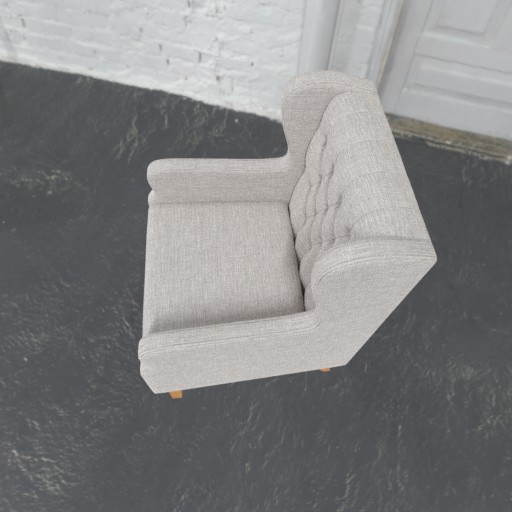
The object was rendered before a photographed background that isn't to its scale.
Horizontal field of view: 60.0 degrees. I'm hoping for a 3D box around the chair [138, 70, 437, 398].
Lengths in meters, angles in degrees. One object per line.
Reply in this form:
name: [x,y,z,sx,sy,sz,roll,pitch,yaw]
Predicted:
chair: [0.000,0.000,1.475,0.760,0.930,0.710,-4,58,-3]
